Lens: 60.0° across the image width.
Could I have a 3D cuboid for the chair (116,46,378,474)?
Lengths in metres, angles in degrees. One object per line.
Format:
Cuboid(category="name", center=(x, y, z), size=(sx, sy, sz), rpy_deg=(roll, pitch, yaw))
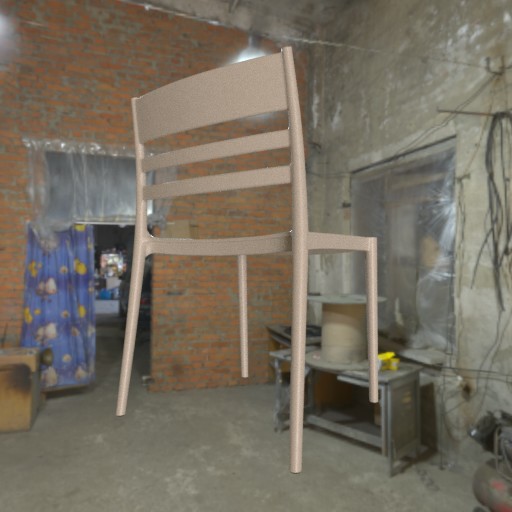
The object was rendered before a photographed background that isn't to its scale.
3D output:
Cuboid(category="chair", center=(0.000, 0.000, 1.154), size=(0.531, 0.800, 0.511), rpy_deg=(-1, -1, 36))
